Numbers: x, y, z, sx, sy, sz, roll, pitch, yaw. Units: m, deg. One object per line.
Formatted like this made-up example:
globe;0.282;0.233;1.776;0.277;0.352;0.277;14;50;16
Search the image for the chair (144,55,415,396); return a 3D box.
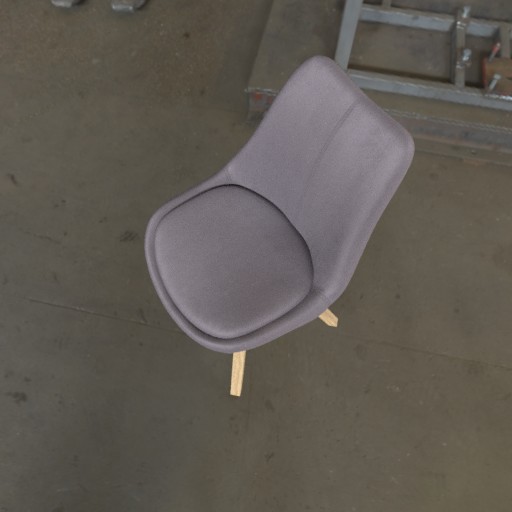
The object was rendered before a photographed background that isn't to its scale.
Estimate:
chair;0.000;0.000;1.191;0.547;0.865;0.483;-31;68;-14
